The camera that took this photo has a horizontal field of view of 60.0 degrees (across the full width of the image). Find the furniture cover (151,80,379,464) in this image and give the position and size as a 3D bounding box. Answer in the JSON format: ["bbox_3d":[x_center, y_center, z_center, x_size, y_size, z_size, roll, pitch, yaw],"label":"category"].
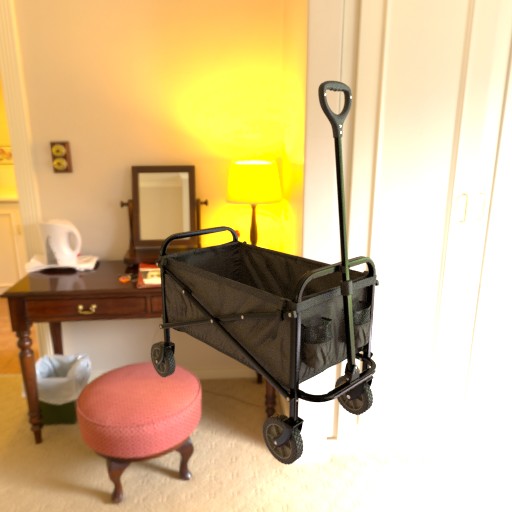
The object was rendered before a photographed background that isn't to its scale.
[{"bbox_3d":[0.000,0.000,1.839,0.532,1.295,1.038,-13,19,-41],"label":"furniture cover"}]
